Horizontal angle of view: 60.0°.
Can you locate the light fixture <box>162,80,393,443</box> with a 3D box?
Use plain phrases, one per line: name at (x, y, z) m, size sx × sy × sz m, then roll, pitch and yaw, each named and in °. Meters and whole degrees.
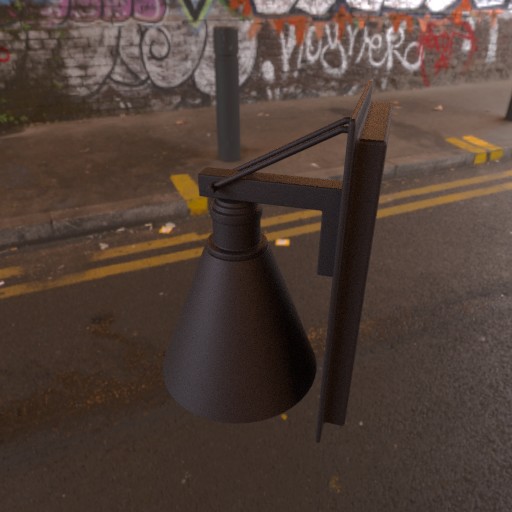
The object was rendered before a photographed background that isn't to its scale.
light fixture at (0.000, 0.000, 0.420) m, size 0.207 × 0.298 × 0.170 m, roll 9°, pitch 32°, yaw 14°
